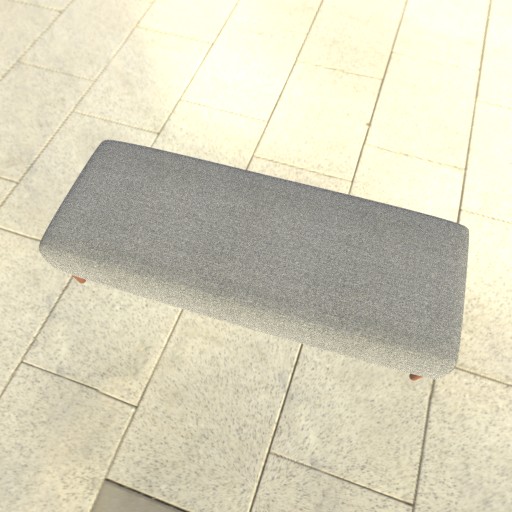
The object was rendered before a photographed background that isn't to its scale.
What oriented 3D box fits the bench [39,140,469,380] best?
[{"bbox_3d":[0.000,0.000,1.866,1.598,0.384,0.631,15,63,8],"label":"bench"}]
